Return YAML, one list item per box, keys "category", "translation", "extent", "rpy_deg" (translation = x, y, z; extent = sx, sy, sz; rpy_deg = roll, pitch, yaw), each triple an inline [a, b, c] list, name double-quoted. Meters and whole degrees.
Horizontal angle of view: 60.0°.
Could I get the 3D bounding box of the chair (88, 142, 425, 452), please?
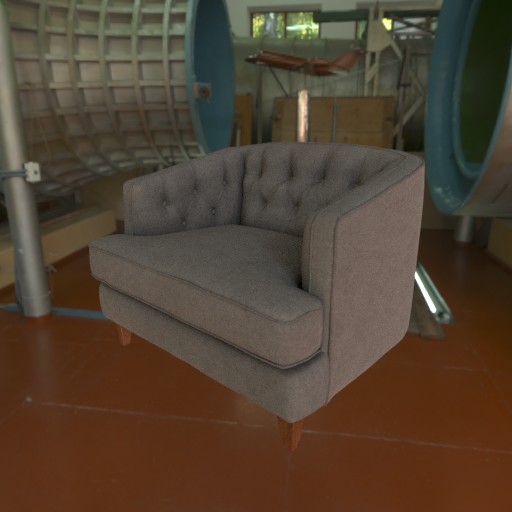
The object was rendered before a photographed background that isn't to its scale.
- category: "chair"
  translation: [0.000, 0.000, 1.782]
  extent: [1.104, 0.852, 0.941]
  rpy_deg: [16, 23, 41]
